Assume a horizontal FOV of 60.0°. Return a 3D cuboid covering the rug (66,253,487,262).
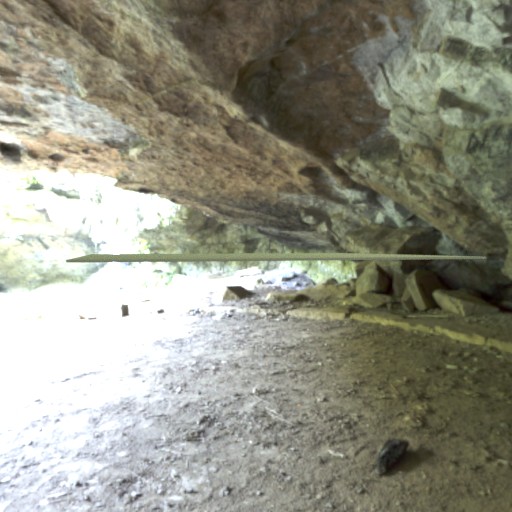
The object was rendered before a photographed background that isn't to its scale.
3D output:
[{"bbox_3d":[0.000,0.000,4.157,3.051,0.020,2.407,0,1,-17],"label":"rug"}]
